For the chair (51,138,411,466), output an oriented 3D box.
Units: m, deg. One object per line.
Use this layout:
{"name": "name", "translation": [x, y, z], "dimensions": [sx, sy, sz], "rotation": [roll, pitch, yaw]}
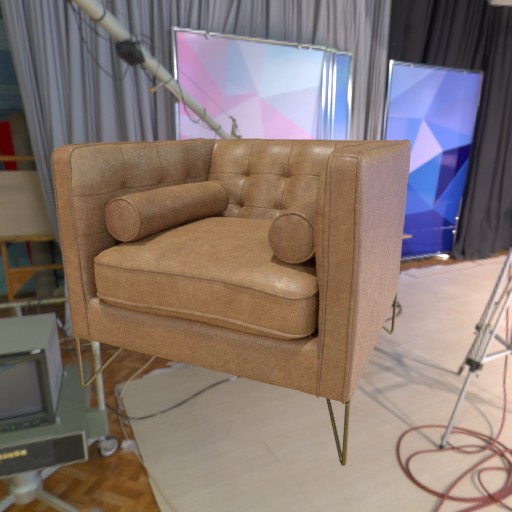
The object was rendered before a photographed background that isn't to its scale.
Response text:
{"name": "chair", "translation": [0.000, 0.000, 1.572], "dimensions": [0.920, 0.797, 0.912], "rotation": [7, 17, 23]}
